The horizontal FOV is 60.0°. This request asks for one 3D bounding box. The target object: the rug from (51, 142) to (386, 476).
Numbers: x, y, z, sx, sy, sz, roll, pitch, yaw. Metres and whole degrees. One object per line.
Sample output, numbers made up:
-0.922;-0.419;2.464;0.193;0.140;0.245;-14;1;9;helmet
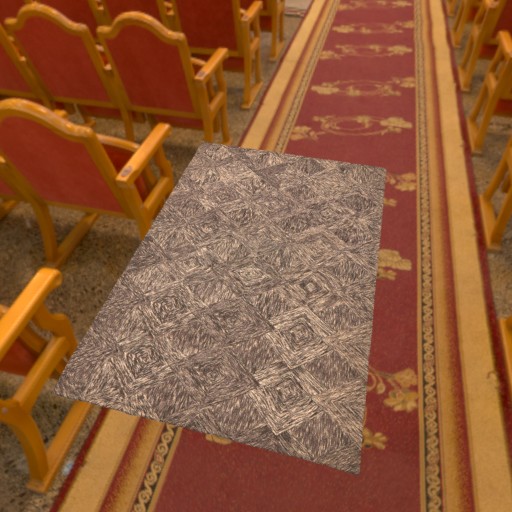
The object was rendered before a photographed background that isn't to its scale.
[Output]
0.000;0.000;2.203;1.189;0.011;1.808;11;48;10;rug
